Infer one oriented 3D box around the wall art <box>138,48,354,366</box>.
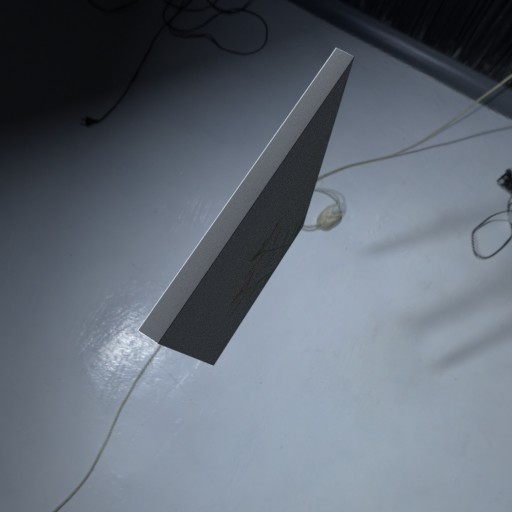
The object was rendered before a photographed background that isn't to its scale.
[{"bbox_3d":[0.000,0.000,1.181,0.039,0.915,0.612,31,76,8],"label":"wall art"}]
